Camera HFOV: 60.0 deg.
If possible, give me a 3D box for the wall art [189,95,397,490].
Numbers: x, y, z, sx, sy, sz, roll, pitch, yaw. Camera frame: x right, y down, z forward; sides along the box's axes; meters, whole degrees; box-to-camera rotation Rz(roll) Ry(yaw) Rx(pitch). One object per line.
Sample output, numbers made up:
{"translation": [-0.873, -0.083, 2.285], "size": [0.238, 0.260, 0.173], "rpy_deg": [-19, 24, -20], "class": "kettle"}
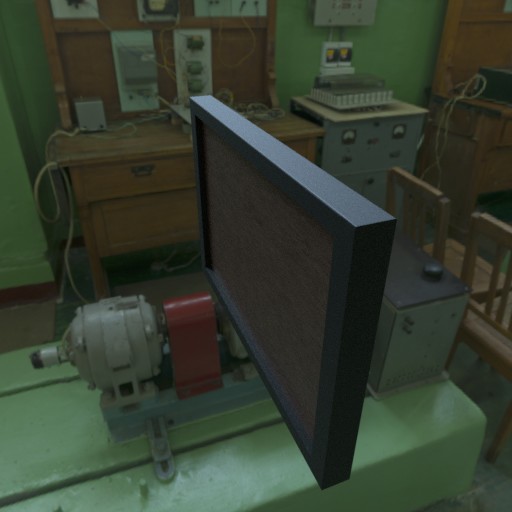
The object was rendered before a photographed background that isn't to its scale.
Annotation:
{"translation": [0.000, 0.000, 0.839], "size": [0.051, 0.456, 0.671], "rpy_deg": [-12, 33, -18], "class": "wall art"}
